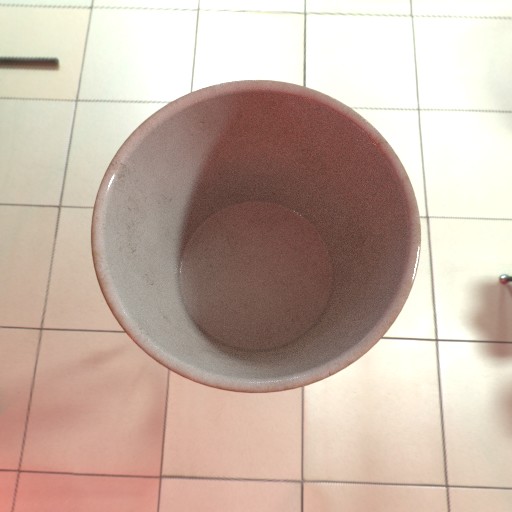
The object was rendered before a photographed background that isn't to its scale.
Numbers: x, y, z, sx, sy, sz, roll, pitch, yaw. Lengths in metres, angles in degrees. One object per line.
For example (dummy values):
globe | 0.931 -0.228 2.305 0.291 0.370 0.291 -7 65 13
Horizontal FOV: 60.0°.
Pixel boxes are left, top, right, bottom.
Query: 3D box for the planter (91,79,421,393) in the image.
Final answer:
planter | 0.000 0.000 0.220 0.126 0.104 0.126 0 75 0
